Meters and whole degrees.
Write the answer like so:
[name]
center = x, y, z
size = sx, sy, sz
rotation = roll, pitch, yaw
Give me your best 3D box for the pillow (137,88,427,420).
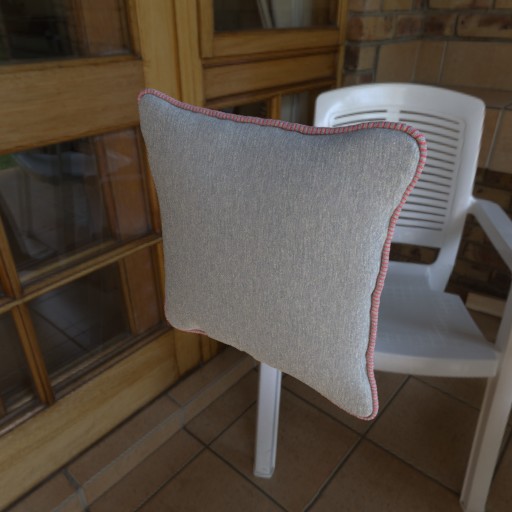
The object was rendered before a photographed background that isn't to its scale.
[pillow]
center = 0.000, 0.000, 0.738
size = 0.482, 0.491, 0.124
rotation = 19, 34, 30
